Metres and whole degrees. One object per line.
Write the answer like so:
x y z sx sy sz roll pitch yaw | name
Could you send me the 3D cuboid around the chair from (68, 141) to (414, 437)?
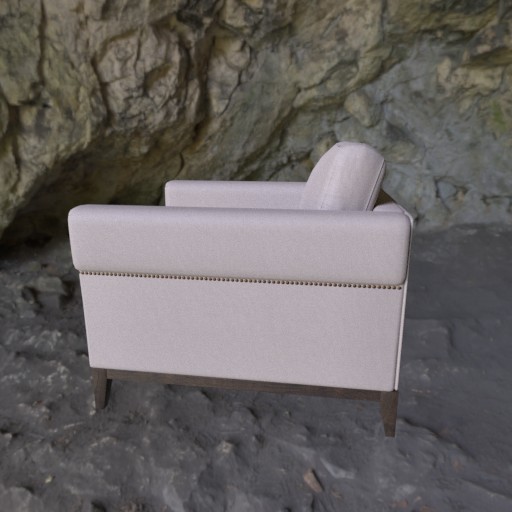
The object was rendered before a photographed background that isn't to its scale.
0.000 0.000 1.681 0.959 0.838 0.914 2 15 8 | chair
